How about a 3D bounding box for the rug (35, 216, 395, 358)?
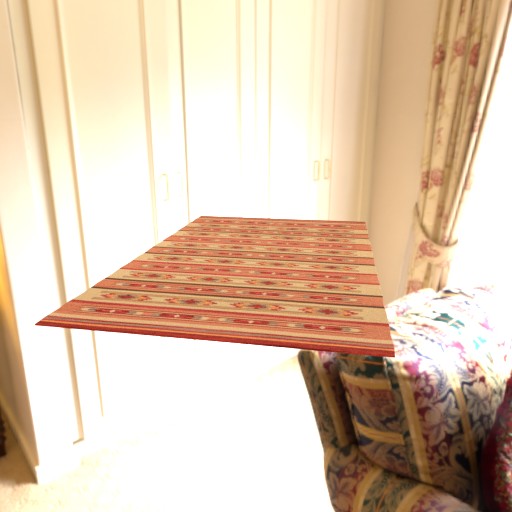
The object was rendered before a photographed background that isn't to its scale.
[{"bbox_3d":[0.000,0.000,2.950,1.535,0.010,2.431,3,17,10],"label":"rug"}]
